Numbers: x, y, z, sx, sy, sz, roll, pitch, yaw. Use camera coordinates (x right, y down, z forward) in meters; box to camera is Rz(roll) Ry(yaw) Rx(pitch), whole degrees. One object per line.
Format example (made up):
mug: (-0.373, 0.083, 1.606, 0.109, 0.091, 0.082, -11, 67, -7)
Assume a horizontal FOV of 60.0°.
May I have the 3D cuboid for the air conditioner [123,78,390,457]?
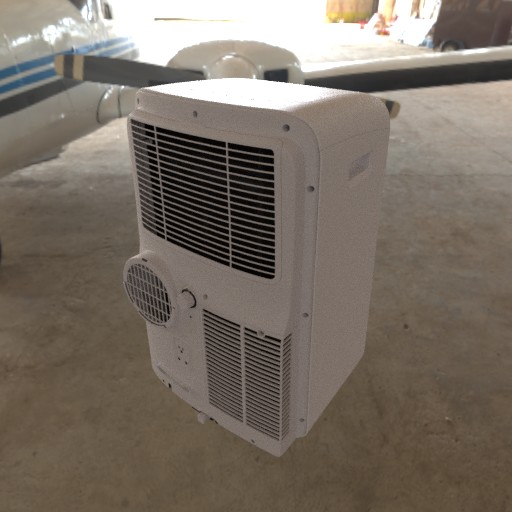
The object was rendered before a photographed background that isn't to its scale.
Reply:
air conditioner: (0.000, 0.000, 1.058, 0.478, 0.765, 0.467, 21, 36, 32)
